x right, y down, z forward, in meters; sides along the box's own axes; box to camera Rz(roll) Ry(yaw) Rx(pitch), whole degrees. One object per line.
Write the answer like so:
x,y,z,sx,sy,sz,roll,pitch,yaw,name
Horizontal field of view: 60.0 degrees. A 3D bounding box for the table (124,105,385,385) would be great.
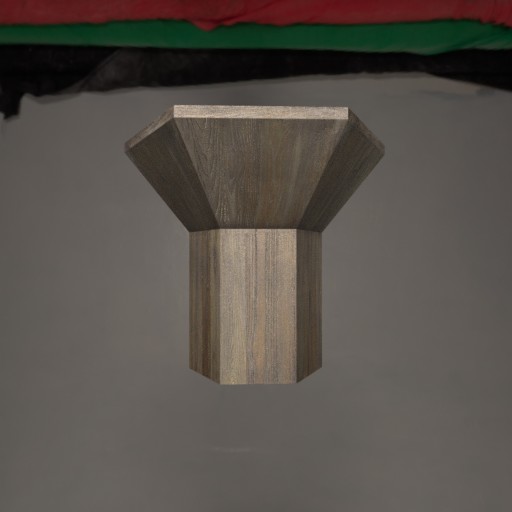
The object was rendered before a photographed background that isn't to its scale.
0.000,0.000,1.162,0.683,0.586,0.592,0,0,-2,table
